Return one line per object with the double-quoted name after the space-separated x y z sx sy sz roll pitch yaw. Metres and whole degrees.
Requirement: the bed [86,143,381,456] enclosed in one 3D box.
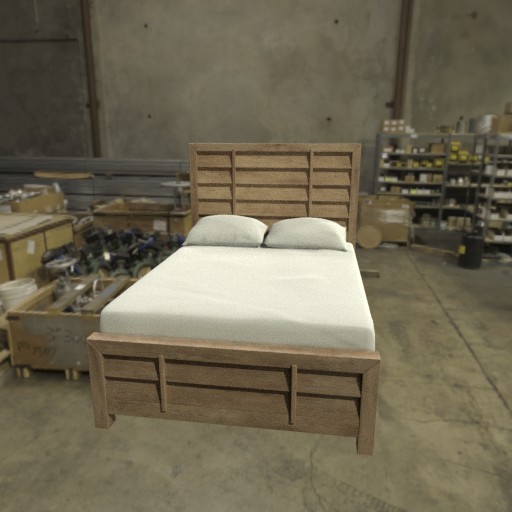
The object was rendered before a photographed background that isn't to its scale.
0.000 0.000 3.369 1.626 1.626 2.197 2 15 8 "bed"
